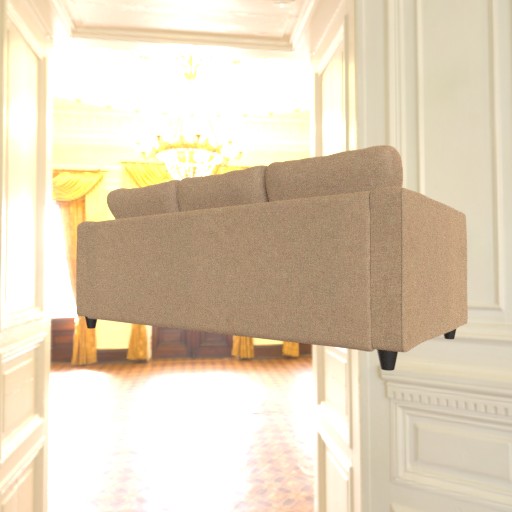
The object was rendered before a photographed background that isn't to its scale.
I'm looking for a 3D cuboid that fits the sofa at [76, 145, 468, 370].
[{"bbox_3d":[0.000,0.000,2.314,1.855,0.800,0.930,-1,-2,37],"label":"sofa"}]
